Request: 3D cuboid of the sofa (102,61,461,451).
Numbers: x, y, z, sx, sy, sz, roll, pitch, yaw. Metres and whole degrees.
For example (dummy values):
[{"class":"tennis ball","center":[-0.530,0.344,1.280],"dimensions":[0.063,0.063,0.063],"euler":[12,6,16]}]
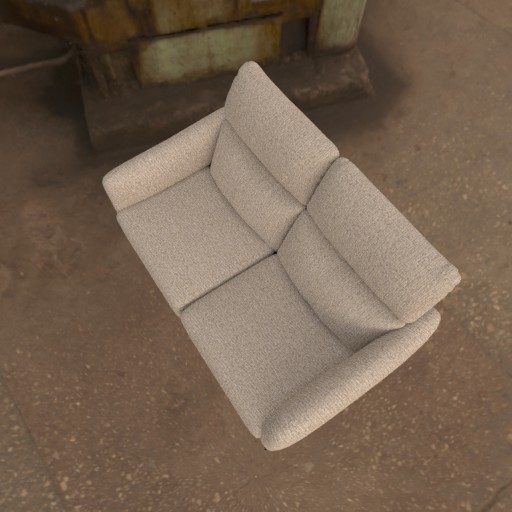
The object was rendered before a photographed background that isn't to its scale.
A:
[{"class":"sofa","center":[0.000,0.000,2.097],"dimensions":[0.905,0.950,1.540],"euler":[-31,68,-15]}]
